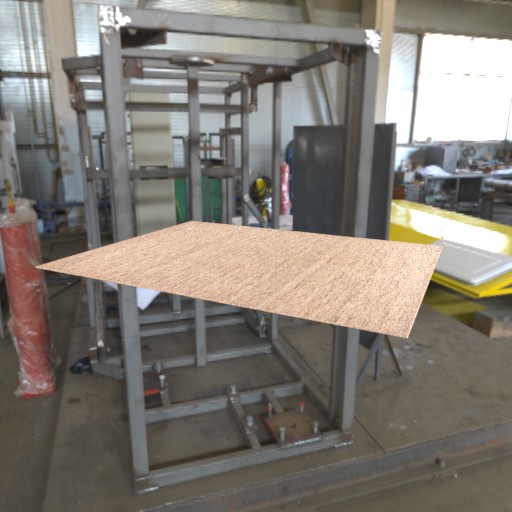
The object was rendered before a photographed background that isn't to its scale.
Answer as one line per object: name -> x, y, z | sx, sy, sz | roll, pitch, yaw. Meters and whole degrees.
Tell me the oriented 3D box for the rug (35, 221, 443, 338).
rug -> 0.000, 0.000, 4.337 | 3.205, 0.013, 2.448 | 8, 17, 26
